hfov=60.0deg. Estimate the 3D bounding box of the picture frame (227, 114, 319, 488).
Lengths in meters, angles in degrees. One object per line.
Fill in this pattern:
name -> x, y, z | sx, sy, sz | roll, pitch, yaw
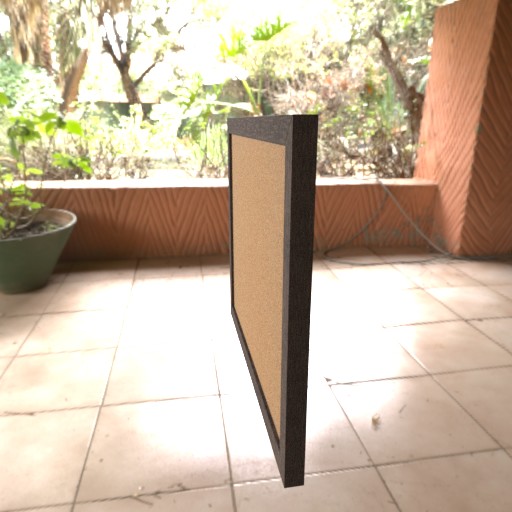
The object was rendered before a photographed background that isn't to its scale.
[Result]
picture frame -> 0.000, 0.000, 0.759 | 0.026, 0.455, 0.546 | -3, 17, -10
